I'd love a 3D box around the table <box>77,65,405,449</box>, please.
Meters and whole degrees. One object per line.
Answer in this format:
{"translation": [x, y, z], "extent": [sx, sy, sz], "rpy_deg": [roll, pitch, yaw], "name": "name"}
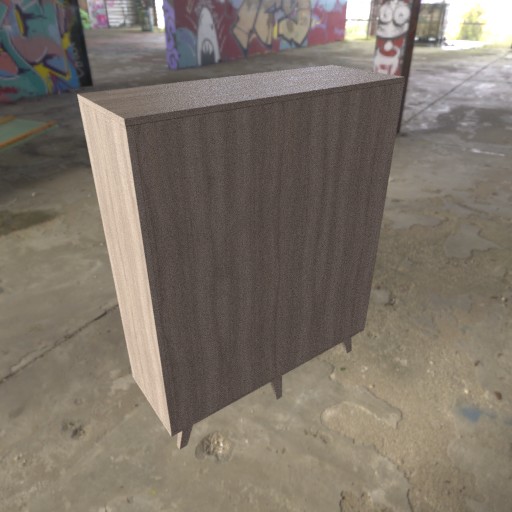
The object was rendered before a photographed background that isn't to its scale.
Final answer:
{"translation": [0.000, 0.000, 1.898], "extent": [1.111, 1.388, 0.398], "rpy_deg": [-20, 36, -30], "name": "table"}
